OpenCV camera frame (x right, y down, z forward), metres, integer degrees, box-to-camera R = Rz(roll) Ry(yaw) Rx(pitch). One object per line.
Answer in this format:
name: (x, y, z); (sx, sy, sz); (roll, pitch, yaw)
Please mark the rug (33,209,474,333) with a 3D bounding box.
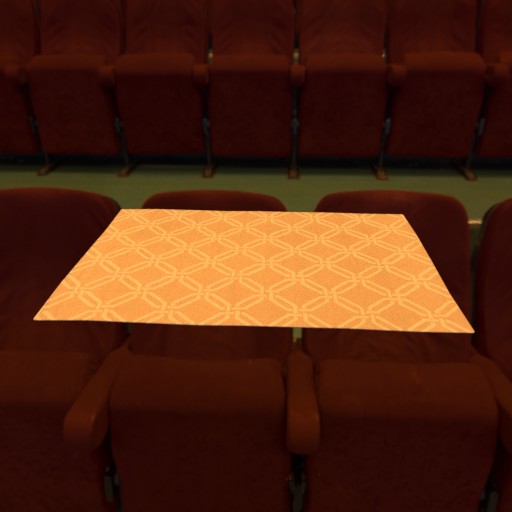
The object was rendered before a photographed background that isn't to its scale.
rug: (0.000, 0.000, 2.231); (1.745, 0.010, 1.146); (1, 29, 2)
